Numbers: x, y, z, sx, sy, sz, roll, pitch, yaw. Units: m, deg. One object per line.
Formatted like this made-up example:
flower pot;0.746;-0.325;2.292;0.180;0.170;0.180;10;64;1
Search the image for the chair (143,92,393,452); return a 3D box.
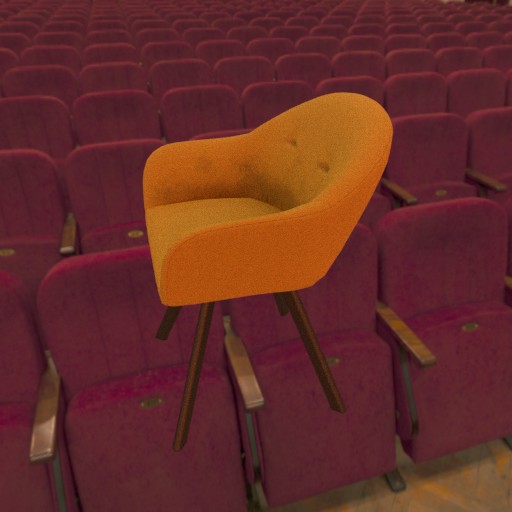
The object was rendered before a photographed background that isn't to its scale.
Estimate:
chair;0.000;0.000;1.155;0.565;0.775;0.545;-8;31;-14
